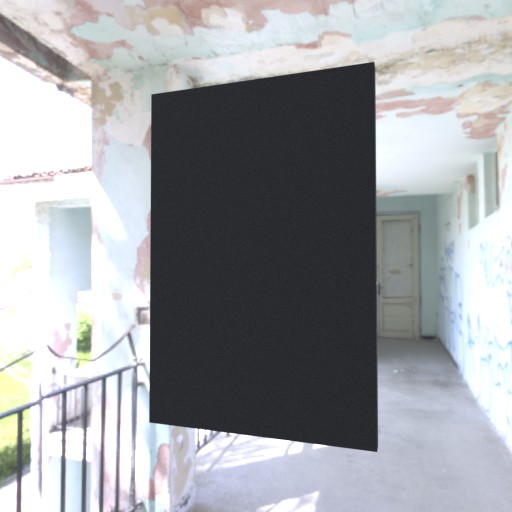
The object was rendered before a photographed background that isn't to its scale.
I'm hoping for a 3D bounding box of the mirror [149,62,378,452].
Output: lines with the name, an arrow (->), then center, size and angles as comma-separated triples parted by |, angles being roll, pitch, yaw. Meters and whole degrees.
mirror -> 0.000, 0.000, 1.154 | 0.606, 0.912, 0.044 | -1, -2, 19
